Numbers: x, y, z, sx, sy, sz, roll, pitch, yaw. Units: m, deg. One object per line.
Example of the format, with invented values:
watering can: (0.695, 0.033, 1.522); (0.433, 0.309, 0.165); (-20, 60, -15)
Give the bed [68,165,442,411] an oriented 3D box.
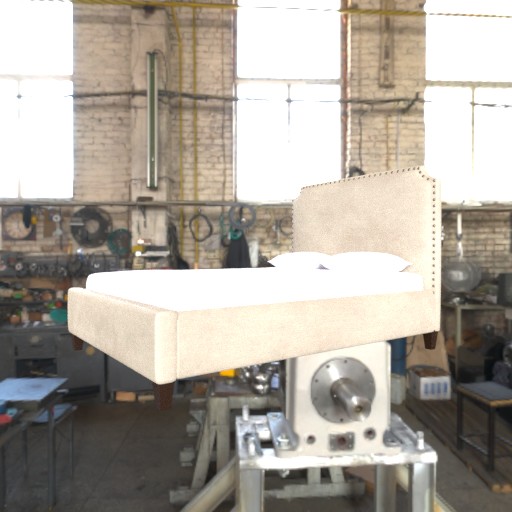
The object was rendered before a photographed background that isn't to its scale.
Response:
bed: (0.000, 0.000, 3.425); (2.372, 1.443, 1.712); (0, 1, -36)
